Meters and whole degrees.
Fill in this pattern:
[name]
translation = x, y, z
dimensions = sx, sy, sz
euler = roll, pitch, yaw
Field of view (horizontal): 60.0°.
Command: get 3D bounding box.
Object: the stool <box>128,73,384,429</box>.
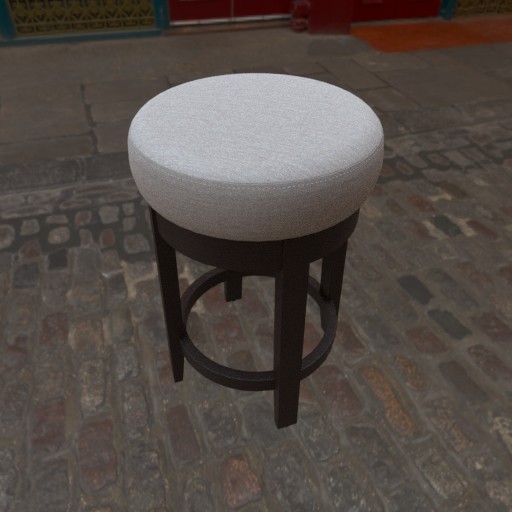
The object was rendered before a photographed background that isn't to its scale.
[stool]
translation = 0.000, 0.000, 0.957
dimensions = 0.443, 0.672, 0.443
euler = 0, 40, 0
